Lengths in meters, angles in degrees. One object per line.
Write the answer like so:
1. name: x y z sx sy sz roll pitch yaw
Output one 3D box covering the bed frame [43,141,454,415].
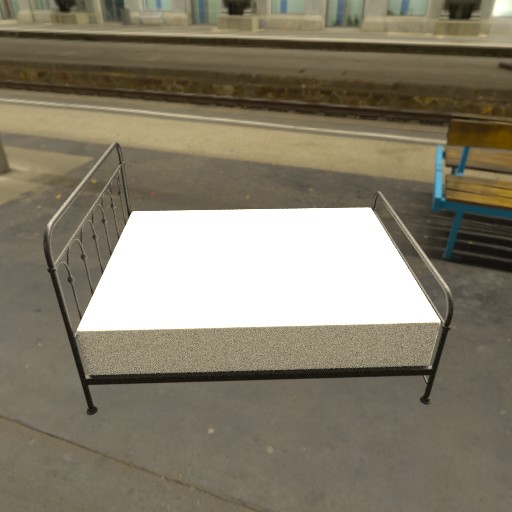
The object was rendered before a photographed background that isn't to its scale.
1. bed frame: 0.000 0.000 3.191 2.203 1.276 1.664 -1 31 -2
